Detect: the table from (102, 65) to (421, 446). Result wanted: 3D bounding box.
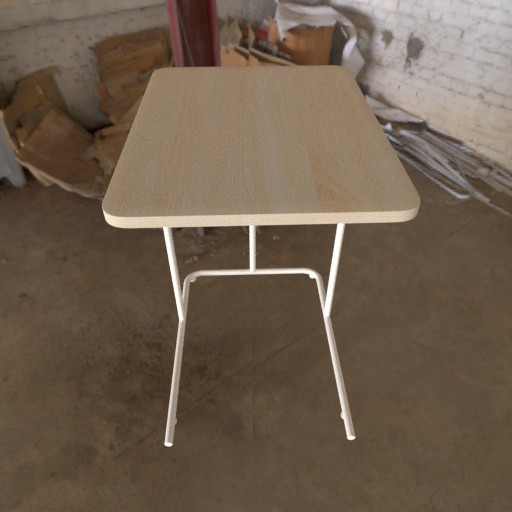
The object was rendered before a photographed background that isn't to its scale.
[{"bbox_3d":[0.000,0.000,0.855,0.370,0.550,0.480,-1,42,-2],"label":"table"}]
